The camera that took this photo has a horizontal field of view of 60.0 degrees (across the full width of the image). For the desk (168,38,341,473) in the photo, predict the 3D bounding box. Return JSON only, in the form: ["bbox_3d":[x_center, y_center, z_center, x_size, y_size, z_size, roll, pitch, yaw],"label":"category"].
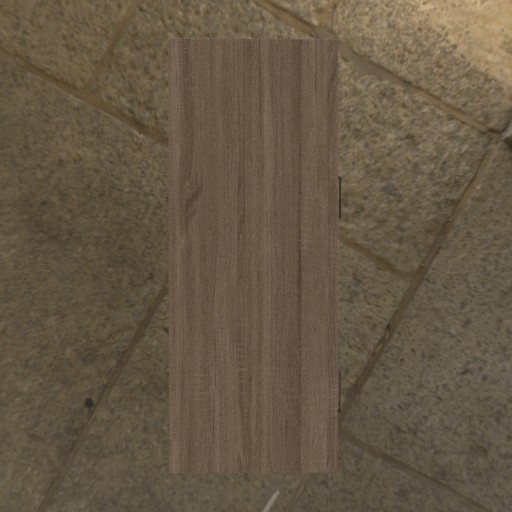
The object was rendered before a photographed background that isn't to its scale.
[{"bbox_3d":[0.000,0.000,2.116,0.690,0.760,1.700,0,91,-1],"label":"desk"}]
